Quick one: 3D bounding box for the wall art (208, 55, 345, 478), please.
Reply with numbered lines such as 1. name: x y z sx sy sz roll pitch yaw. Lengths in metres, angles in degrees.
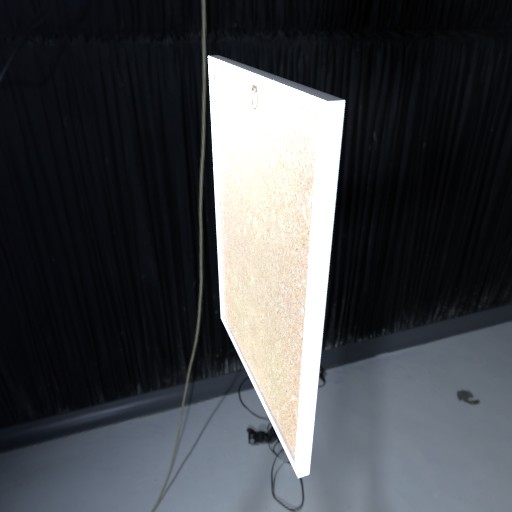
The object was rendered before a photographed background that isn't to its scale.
1. wall art: 0.000 0.000 1.362 0.042 1.056 0.805 -10 31 -17
